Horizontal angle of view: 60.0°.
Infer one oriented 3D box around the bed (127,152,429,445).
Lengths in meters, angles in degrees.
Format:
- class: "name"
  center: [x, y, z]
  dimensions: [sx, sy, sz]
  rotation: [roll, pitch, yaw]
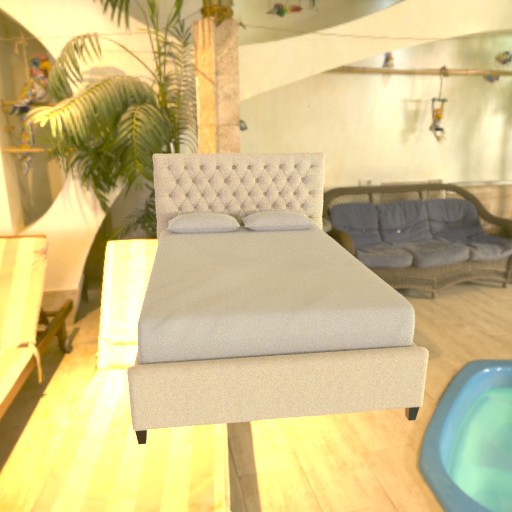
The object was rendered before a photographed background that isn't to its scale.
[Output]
- class: "bed"
  center: [0.000, 0.000, 3.452]
  dimensions: [1.698, 1.427, 2.387]
  rotation: [-2, 17, -7]
